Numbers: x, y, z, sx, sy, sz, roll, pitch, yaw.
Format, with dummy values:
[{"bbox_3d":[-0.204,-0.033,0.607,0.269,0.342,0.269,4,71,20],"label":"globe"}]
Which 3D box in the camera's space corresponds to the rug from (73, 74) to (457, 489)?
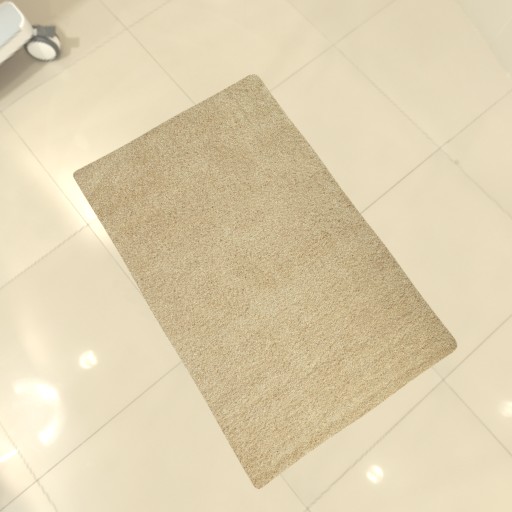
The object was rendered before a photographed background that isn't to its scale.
[{"bbox_3d":[0.000,0.000,2.896,1.500,0.025,2.349,-32,78,-8],"label":"rug"}]
